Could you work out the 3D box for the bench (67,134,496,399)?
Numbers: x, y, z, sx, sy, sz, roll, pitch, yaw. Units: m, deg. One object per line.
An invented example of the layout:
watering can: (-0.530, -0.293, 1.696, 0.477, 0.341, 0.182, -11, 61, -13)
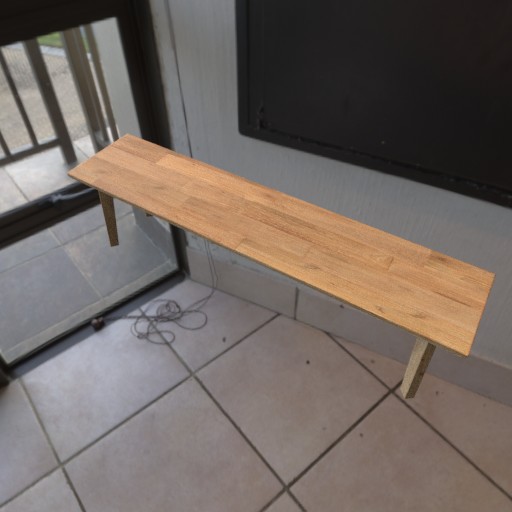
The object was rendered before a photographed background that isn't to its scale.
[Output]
bench: (0.000, 0.000, 1.870, 1.698, 0.431, 0.378, 24, 51, 21)
